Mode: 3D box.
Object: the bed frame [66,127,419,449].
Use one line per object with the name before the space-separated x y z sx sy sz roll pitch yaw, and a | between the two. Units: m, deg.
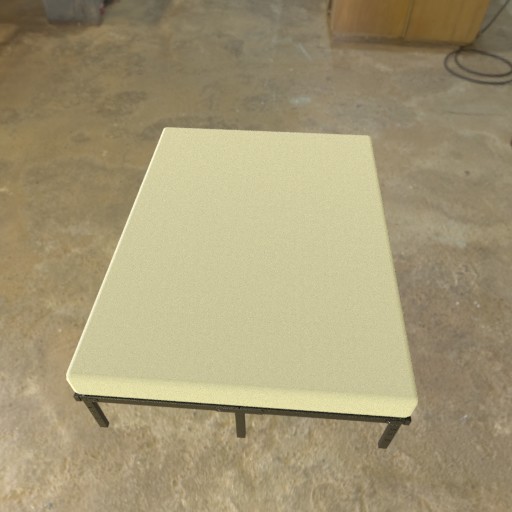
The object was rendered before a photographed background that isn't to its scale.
bed frame | 0.000 0.000 3.541 1.990 0.680 2.635 3 47 3
